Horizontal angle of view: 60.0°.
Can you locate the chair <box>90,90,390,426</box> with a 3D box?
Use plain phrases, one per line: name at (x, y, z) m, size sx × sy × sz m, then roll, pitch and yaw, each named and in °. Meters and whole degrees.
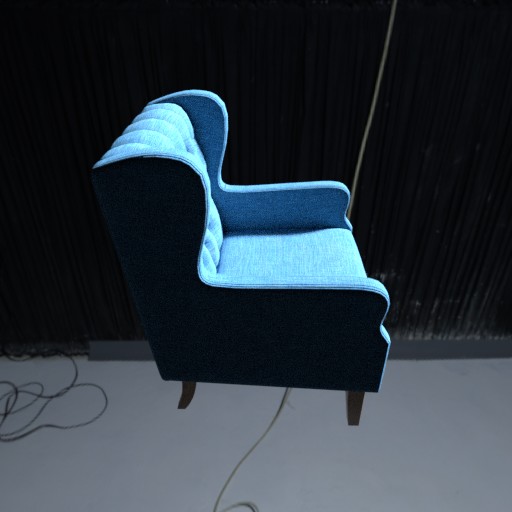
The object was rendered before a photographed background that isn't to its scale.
chair at (0.000, 0.000, 1.515) m, size 0.775 × 0.952 × 0.711 m, roll 1°, pitch 33°, yaw 1°
